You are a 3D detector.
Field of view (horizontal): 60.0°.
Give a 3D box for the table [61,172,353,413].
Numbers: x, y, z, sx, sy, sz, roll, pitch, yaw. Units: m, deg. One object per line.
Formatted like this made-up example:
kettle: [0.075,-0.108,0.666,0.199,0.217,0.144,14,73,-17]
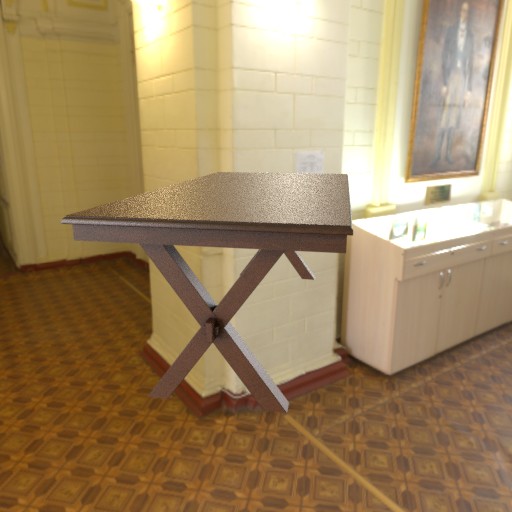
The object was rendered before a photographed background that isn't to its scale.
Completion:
table: [0.000,0.000,1.492,0.594,0.459,1.197,3,15,11]
